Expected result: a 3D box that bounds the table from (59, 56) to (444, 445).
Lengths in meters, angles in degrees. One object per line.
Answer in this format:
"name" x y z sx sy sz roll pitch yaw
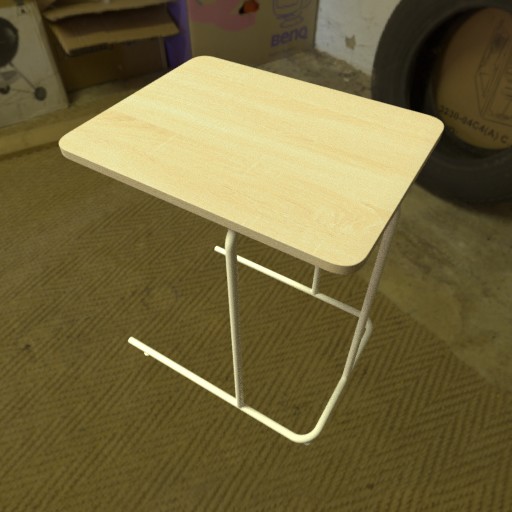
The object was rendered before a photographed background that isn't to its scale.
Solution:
"table" 0.000 0.000 0.871 0.480 0.550 0.370 24 51 21
